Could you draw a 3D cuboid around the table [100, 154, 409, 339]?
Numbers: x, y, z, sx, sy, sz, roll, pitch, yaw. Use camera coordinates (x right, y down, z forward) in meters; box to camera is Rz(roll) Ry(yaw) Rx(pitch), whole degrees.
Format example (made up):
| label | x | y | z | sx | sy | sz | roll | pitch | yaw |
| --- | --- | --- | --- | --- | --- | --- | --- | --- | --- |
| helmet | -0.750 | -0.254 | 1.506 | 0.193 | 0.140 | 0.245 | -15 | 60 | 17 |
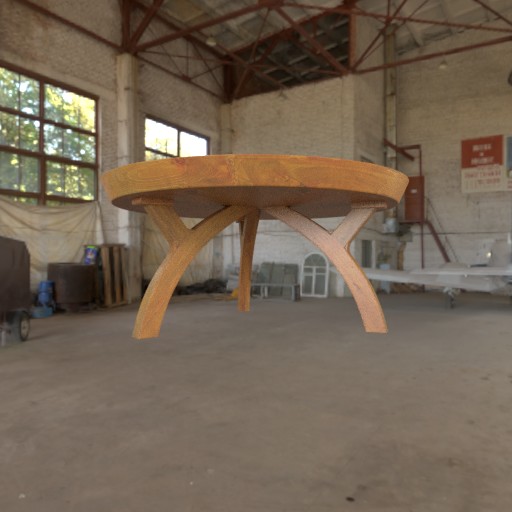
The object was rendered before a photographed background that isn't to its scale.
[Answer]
| label | x | y | z | sx | sy | sz | roll | pitch | yaw |
| --- | --- | --- | --- | --- | --- | --- | --- | --- | --- |
| table | 0.000 | 0.000 | 1.529 | 1.016 | 0.470 | 1.016 | 0 | 0 | 0 |
